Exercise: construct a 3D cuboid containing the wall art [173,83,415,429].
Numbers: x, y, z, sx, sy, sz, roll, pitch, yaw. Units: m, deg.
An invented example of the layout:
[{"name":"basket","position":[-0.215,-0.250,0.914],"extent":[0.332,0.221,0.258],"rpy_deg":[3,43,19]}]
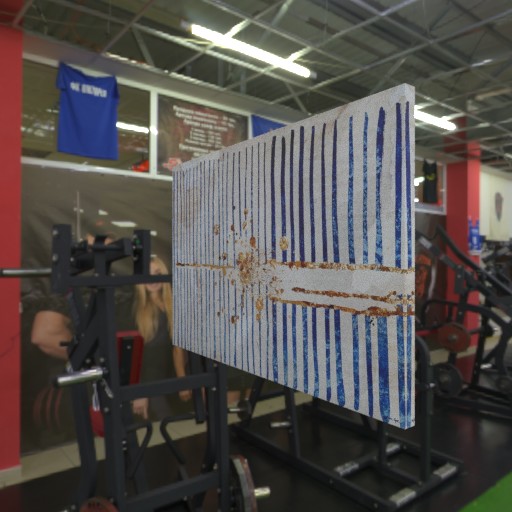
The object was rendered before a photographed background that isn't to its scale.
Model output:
[{"name":"wall art","position":[0.000,0.000,1.438],"extent":[0.038,0.757,1.143],"rpy_deg":[0,0,-37]}]
